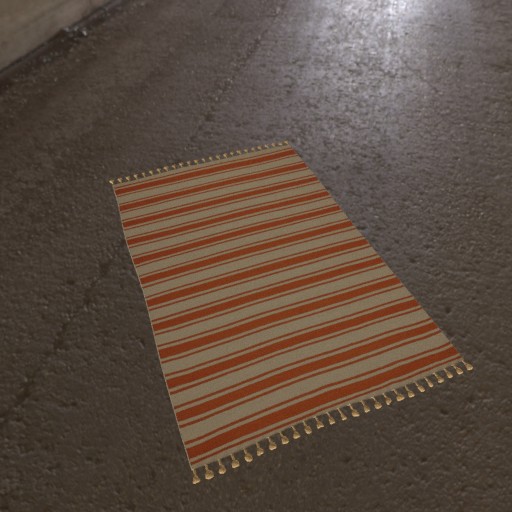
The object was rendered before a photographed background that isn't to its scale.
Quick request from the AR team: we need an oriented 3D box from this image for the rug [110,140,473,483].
[{"bbox_3d":[0.000,0.000,2.949,1.556,0.022,2.433,-16,49,-15],"label":"rug"}]
